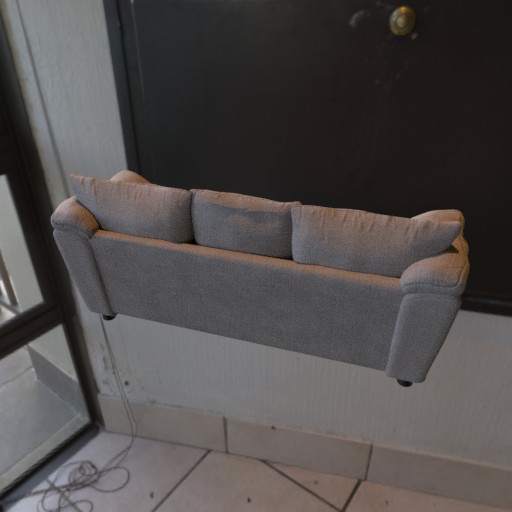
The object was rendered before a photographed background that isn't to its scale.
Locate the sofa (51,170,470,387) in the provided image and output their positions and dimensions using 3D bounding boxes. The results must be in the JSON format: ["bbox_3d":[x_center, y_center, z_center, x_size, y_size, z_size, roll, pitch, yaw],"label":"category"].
[{"bbox_3d":[0.000,0.000,2.745,2.334,0.996,0.878,9,32,15],"label":"sofa"}]
